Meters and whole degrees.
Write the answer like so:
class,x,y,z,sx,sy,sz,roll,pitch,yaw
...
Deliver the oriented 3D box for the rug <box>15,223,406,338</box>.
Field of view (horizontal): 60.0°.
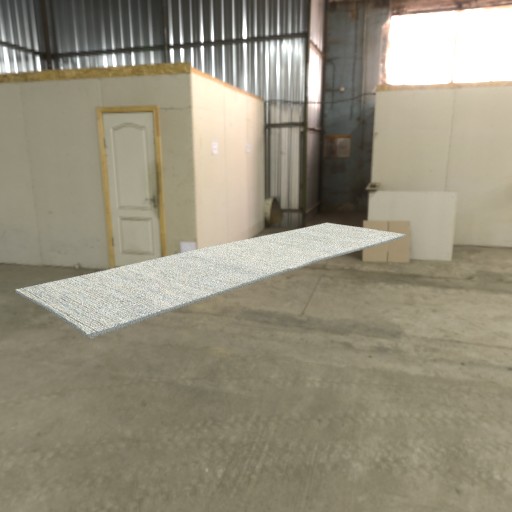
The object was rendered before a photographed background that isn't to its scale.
class,x,y,z,sx,sy,sz,roll,pitch,yaw
rug,0.000,0.000,2.528,0.675,0.037,2.341,14,20,42
